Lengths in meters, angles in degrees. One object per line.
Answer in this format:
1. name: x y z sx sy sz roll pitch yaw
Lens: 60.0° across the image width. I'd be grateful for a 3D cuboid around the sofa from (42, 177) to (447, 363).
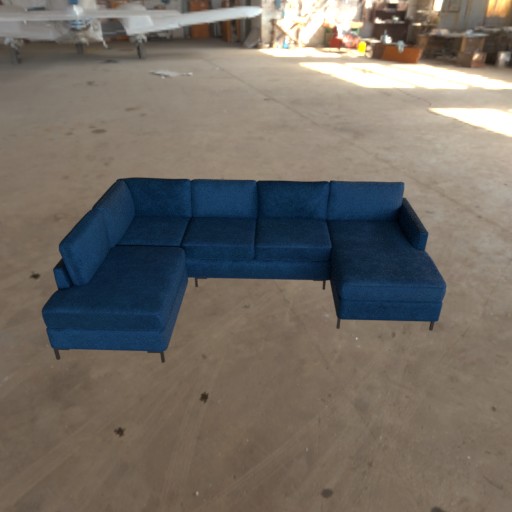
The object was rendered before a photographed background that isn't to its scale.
1. sofa: 0.000 0.000 4.399 3.434 0.992 2.055 1 30 2
